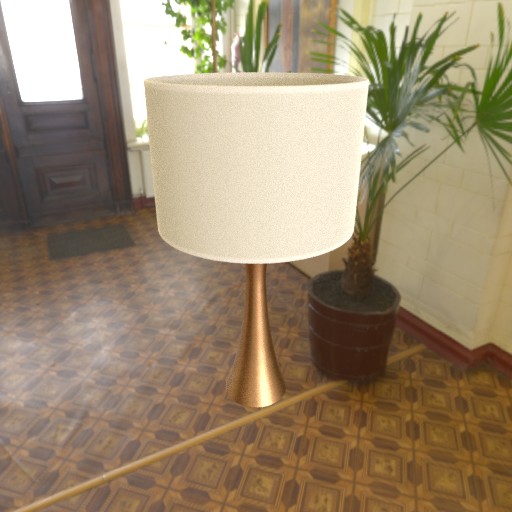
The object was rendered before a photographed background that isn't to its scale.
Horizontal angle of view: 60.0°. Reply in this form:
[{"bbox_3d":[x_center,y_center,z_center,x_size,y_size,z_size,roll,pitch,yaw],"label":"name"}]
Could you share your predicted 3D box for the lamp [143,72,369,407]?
[{"bbox_3d":[0.000,0.000,0.641,0.268,0.479,0.268,7,26,14],"label":"lamp"}]
